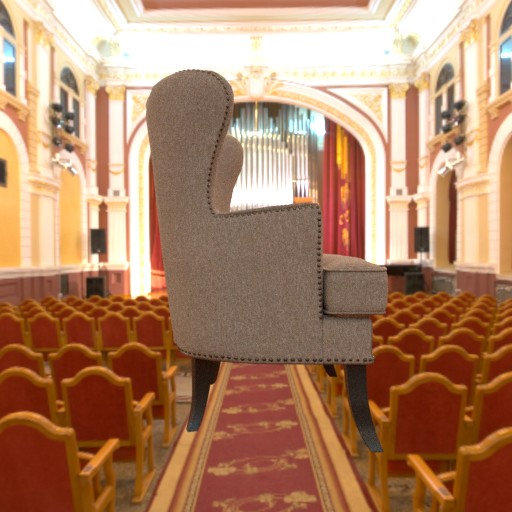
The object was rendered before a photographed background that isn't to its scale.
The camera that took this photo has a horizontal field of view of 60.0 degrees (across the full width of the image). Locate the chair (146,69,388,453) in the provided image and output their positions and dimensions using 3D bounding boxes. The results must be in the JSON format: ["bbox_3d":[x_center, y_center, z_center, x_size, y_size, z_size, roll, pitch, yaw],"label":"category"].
[{"bbox_3d":[0.000,0.000,1.579,0.758,1.060,0.759,0,0,1],"label":"chair"}]
